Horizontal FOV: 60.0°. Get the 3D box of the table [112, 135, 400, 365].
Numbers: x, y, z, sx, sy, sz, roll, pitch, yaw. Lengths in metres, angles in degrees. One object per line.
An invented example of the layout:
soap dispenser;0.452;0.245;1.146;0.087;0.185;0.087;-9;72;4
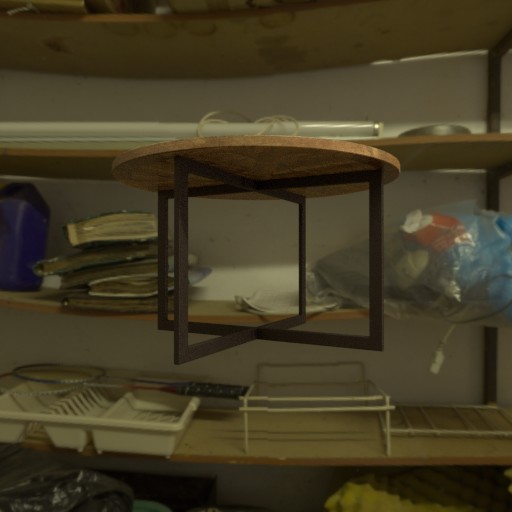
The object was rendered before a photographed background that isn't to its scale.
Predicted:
table;0.000;0.000;2.041;1.264;0.762;1.264;0;-1;0
